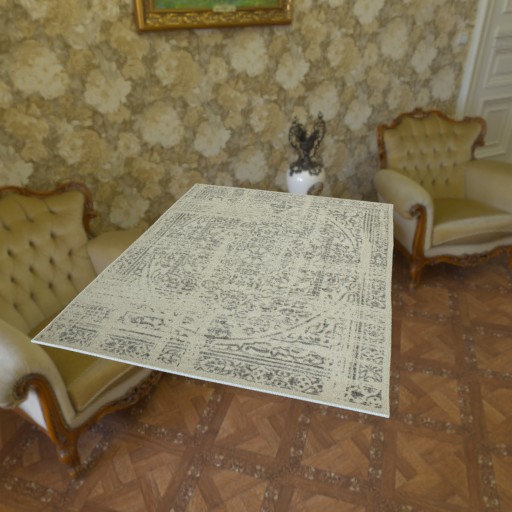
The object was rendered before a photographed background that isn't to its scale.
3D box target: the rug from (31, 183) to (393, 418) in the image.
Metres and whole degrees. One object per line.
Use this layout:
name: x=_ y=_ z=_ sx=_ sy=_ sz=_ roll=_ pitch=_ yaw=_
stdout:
rug: x=0.000 y=0.000 z=3.869 sx=2.311 sy=0.032 sz=2.921 roll=8 pitch=32 yaw=13
